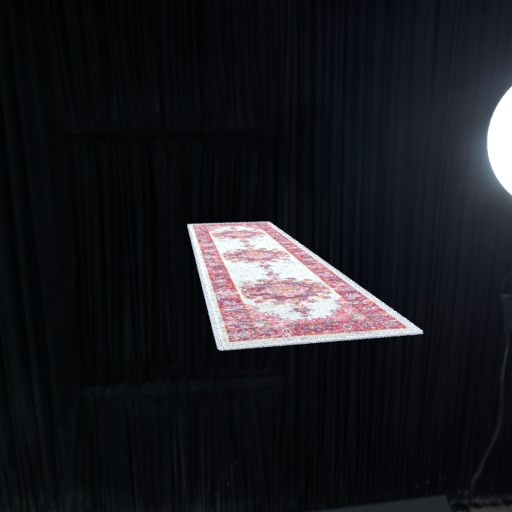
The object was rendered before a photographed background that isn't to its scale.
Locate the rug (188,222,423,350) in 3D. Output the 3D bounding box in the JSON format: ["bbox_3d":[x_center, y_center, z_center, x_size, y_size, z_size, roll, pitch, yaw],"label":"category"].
[{"bbox_3d":[0.000,0.000,2.458,0.666,0.011,2.294,-3,14,-11],"label":"rug"}]
